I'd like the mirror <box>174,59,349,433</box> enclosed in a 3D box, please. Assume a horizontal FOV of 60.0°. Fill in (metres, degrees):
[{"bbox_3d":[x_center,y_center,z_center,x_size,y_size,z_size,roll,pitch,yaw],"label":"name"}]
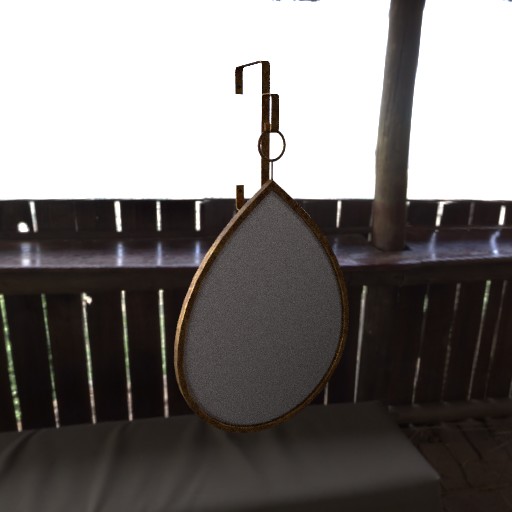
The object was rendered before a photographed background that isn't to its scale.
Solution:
[{"bbox_3d":[0.000,0.000,0.921,0.405,0.744,0.144,-8,18,-28],"label":"mirror"}]
